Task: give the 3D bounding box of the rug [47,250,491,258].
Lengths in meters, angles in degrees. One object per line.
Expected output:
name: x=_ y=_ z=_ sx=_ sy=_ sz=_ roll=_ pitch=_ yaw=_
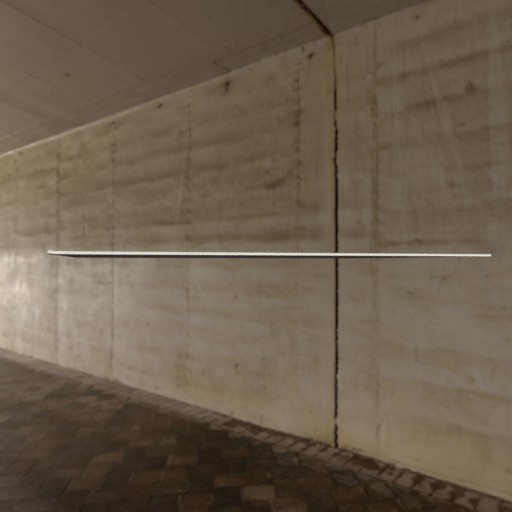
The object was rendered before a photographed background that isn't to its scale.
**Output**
rug: x=0.000 y=0.000 z=2.819 sx=2.244 sy=0.017 sz=1.532 roll=0 pitch=-1 yaw=-19
